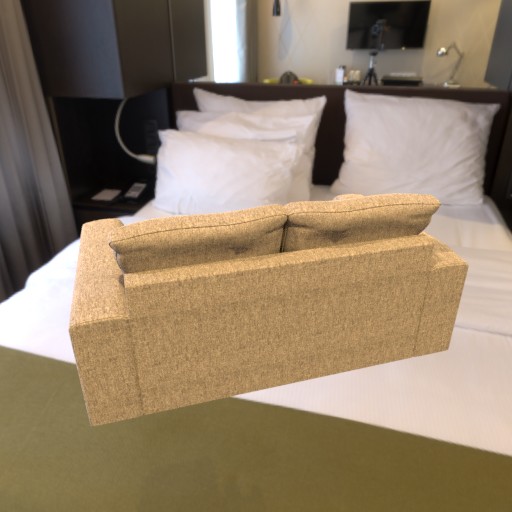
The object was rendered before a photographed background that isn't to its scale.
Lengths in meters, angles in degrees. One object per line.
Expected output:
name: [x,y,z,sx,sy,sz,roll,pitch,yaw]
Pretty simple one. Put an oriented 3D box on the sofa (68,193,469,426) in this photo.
sofa: [0.000,0.000,2.349,1.758,0.877,1.094,-8,28,-15]
